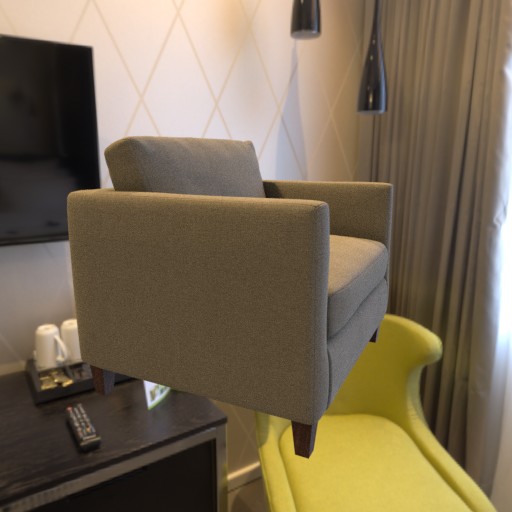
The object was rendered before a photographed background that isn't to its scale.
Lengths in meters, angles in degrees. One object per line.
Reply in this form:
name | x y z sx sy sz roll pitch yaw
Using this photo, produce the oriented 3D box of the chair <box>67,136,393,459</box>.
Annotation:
chair | 0.000 0.000 1.834 0.959 0.963 1.107 6 14 26
